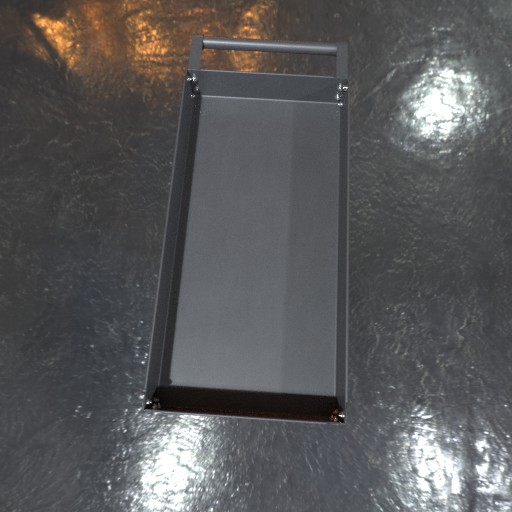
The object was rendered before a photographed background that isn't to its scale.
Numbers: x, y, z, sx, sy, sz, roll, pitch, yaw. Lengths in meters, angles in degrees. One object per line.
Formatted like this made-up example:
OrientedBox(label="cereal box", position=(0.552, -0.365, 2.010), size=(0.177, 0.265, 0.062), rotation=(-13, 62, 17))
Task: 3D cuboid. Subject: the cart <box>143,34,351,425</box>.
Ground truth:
OrientedBox(label="cart", position=(0.000, 0.000, 1.173), size=(0.366, 0.719, 0.779), rotation=(4, 74, 1))
